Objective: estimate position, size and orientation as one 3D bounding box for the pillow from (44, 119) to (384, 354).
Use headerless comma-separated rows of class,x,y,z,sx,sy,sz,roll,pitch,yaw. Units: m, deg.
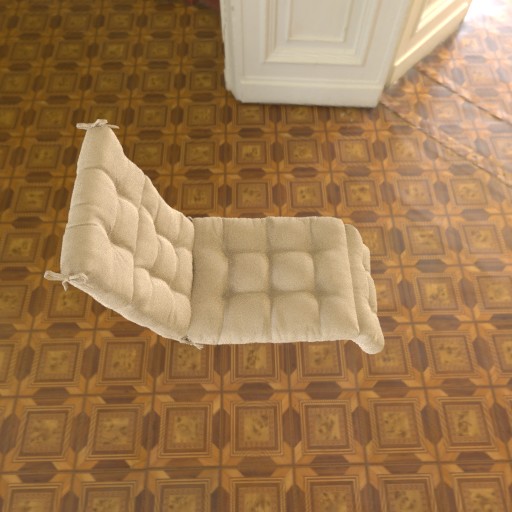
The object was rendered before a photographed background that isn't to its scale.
pillow,0.000,0.000,1.521,1.016,0.863,0.526,-1,63,-1
